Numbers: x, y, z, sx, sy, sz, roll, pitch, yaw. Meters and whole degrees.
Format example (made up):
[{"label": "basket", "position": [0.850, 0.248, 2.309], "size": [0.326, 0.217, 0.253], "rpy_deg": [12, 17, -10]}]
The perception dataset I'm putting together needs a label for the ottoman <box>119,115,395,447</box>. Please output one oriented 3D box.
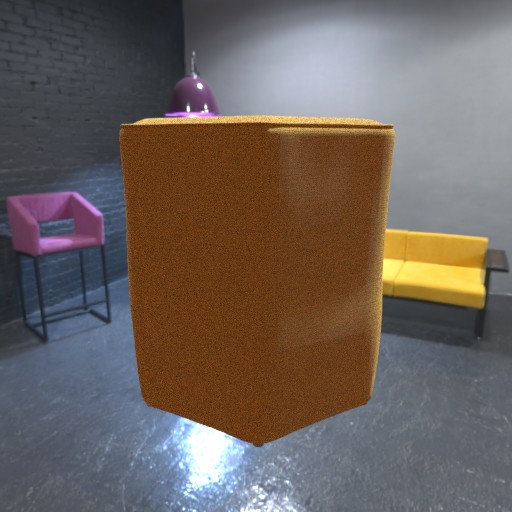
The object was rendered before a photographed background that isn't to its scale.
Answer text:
[{"label": "ottoman", "position": [0.000, 0.000, 0.859], "size": [0.494, 0.502, 0.443], "rpy_deg": [8, 17, 28]}]
